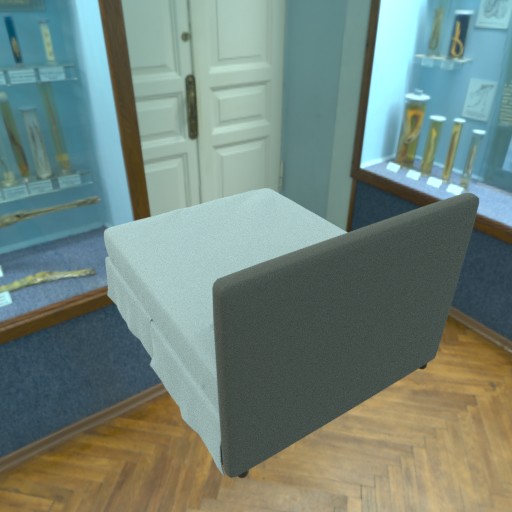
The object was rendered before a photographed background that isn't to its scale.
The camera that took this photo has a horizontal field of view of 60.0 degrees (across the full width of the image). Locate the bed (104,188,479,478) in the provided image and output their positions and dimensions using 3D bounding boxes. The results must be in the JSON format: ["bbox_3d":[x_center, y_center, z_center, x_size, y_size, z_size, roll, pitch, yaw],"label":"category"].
[{"bbox_3d":[0.000,0.000,3.193,1.748,1.330,2.142,-19,36,-28],"label":"bed"}]
